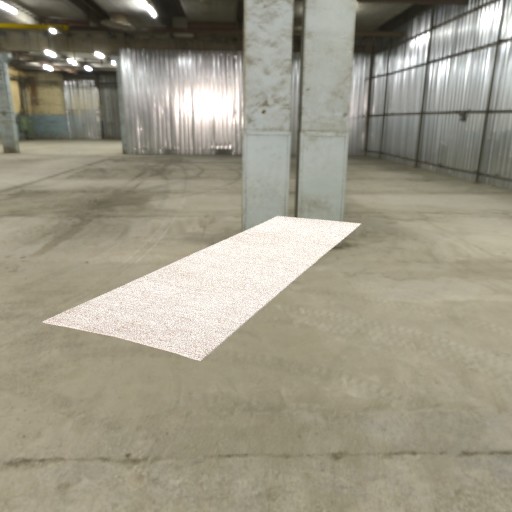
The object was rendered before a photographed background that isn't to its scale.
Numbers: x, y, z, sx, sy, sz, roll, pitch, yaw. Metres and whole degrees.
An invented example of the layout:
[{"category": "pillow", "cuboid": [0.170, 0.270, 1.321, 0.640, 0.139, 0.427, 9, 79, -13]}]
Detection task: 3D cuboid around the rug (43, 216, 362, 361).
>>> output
[{"category": "rug", "cuboid": [0.000, 0.000, 2.580, 0.712, 0.013, 2.346, 8, 18, 24]}]
